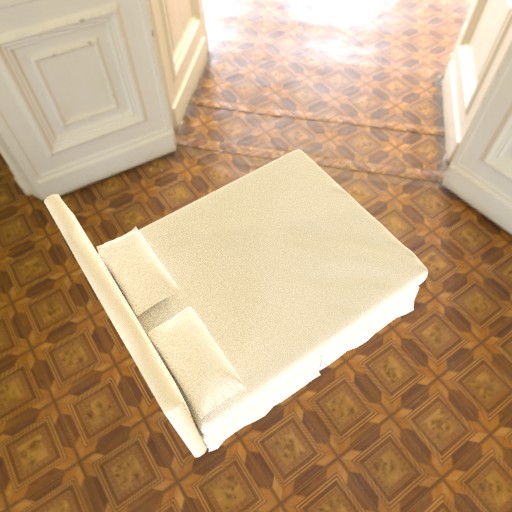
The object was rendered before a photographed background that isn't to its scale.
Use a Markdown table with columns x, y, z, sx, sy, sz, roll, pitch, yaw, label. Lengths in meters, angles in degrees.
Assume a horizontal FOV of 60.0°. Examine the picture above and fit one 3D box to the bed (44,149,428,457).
| x | y | z | sx | sy | sz | roll | pitch | yaw | label |
| --- | --- | --- | --- | --- | --- | --- | --- | --- | --- |
| 0.000 | 0.000 | 3.456 | 2.282 | 1.436 | 1.821 | -30 | 62 | -18 | bed |
